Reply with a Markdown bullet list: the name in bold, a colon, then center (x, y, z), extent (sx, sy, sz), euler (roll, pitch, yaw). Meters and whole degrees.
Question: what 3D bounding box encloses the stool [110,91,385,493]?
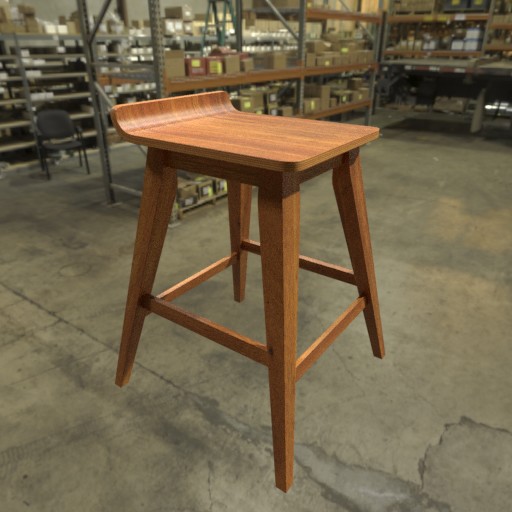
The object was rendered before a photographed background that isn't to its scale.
- **stool**: center (0.000, 0.000, 1.001), extent (0.500, 0.650, 0.500), euler (18, 31, 32)
